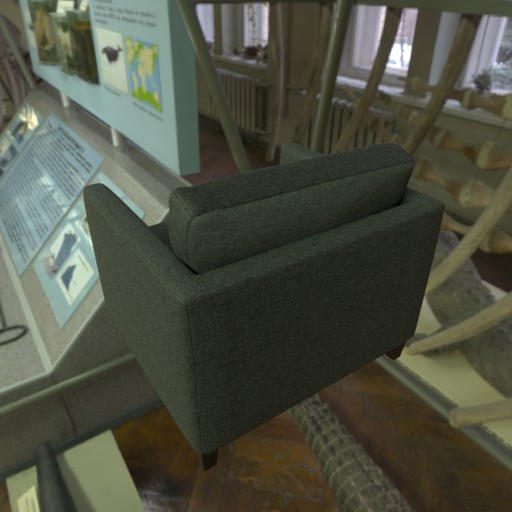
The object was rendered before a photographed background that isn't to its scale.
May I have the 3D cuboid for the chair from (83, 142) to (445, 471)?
[{"bbox_3d":[0.000,0.000,1.837,1.107,0.963,0.959,-19,36,-29],"label":"chair"}]
